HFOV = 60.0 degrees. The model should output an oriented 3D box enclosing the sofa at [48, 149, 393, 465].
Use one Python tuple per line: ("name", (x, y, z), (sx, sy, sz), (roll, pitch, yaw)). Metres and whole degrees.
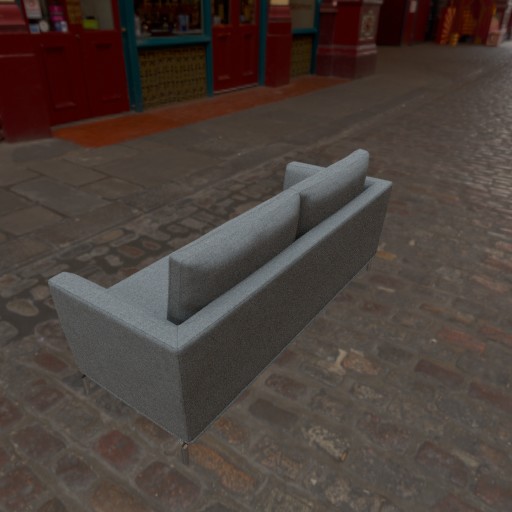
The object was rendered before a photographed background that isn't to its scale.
("sofa", (0.000, 0.000, 2.745), (0.869, 1.002, 2.212), (19, 35, 30))
